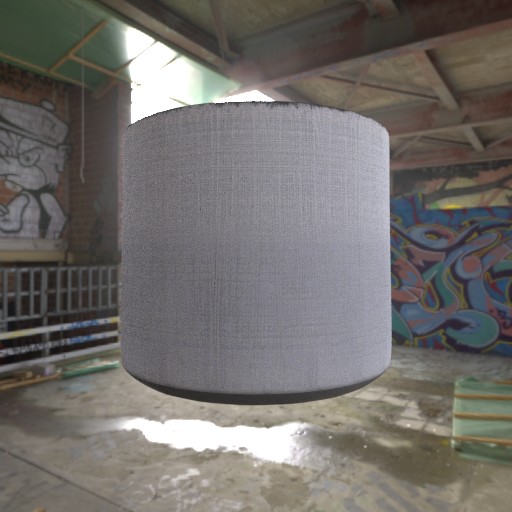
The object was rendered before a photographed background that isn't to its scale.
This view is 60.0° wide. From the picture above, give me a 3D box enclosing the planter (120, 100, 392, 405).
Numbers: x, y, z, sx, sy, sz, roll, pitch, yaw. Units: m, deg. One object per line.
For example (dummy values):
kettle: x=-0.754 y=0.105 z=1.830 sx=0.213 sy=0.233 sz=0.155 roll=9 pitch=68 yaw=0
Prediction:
planter: x=0.000 y=0.000 z=0.433 sx=0.254 sy=0.221 sz=0.254 roll=0 pitch=0 yaw=0
